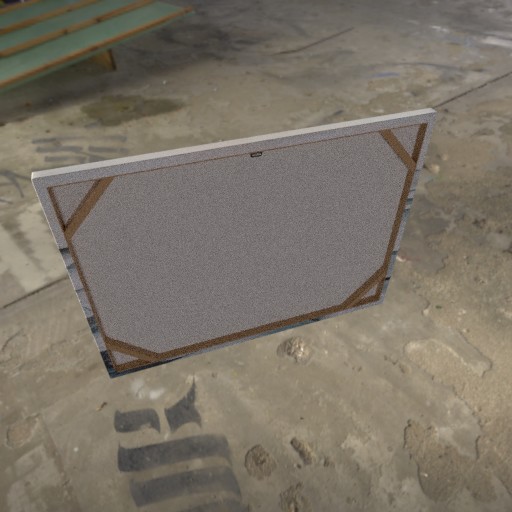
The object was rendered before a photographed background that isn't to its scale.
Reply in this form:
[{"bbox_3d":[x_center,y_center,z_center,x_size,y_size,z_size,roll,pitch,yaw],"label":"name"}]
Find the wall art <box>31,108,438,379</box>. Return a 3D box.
[{"bbox_3d":[0.000,0.000,1.590,1.219,0.915,0.039,-13,44,-14],"label":"wall art"}]
